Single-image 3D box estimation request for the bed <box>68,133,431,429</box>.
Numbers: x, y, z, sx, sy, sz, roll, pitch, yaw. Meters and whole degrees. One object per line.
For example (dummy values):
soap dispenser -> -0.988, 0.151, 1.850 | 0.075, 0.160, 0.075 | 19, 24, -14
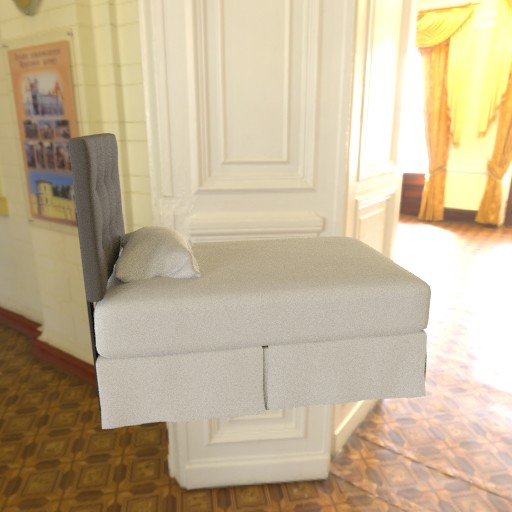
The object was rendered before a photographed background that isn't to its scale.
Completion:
bed -> 0.000, 0.000, 2.958 | 1.997, 1.571, 1.261 | -3, 17, -10
